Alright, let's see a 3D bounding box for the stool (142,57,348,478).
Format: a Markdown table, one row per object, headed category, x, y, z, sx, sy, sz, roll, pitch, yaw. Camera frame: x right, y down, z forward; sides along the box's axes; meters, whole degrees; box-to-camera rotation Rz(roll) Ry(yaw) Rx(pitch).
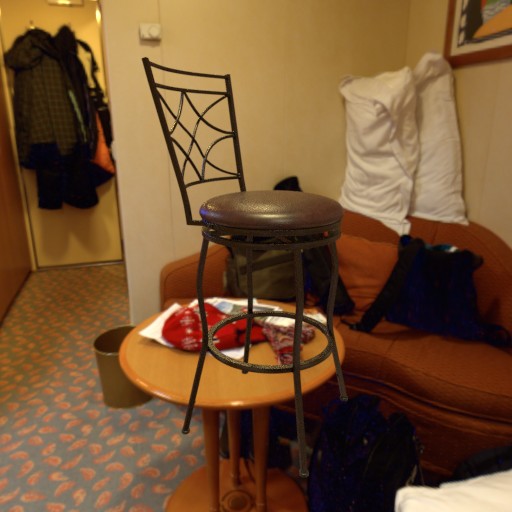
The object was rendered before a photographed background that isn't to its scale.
| category | x | y | z | sx | sy | sz | roll | pitch | yaw |
| --- | --- | --- | --- | --- | --- | --- | --- | --- | --- |
| stool | 0.000 | 0.000 | 1.384 | 0.534 | 1.117 | 0.434 | 8 | 18 | 26 |
